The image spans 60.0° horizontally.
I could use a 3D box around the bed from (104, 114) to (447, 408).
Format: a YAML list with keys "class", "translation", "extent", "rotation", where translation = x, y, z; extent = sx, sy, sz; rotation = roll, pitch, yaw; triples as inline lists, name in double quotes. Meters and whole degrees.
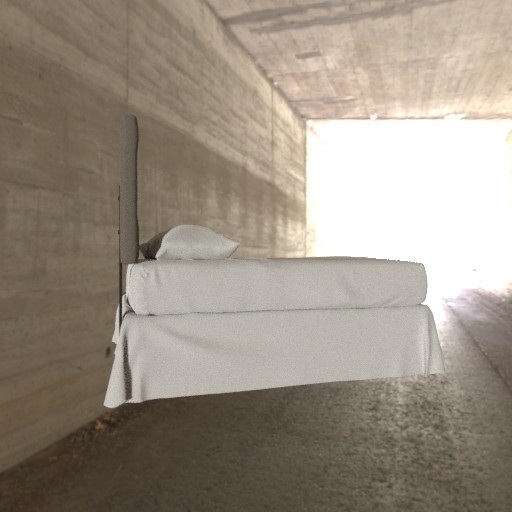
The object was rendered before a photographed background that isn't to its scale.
- class: "bed"
  translation: [0.000, 0.000, 3.516]
  extent: [2.222, 1.577, 1.936]
  rotation: [0, 0, -17]
